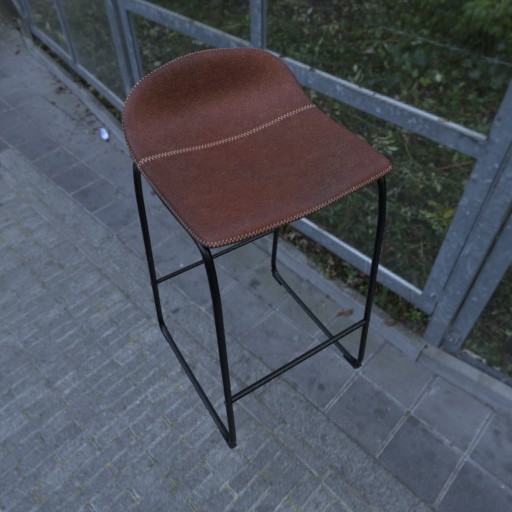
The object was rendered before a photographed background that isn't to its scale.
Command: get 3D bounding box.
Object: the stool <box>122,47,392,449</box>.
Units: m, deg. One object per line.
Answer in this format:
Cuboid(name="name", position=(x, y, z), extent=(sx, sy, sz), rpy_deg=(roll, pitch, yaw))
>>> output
Cuboid(name="stool", position=(0.000, 0.000, 1.090), extent=(0.454, 0.830, 0.473), rpy_deg=(-25, 51, -22))
